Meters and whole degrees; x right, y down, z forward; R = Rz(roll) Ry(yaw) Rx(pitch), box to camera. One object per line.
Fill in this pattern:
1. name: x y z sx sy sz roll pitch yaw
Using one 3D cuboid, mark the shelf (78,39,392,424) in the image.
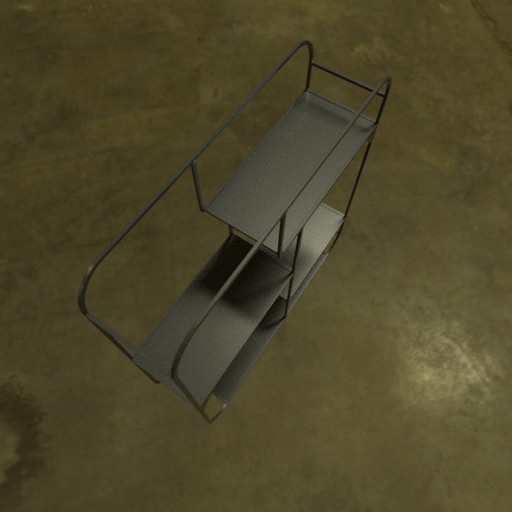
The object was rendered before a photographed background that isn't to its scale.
1. shelf: 0.000 0.000 0.895 0.160 0.600 0.600 31 67 15
